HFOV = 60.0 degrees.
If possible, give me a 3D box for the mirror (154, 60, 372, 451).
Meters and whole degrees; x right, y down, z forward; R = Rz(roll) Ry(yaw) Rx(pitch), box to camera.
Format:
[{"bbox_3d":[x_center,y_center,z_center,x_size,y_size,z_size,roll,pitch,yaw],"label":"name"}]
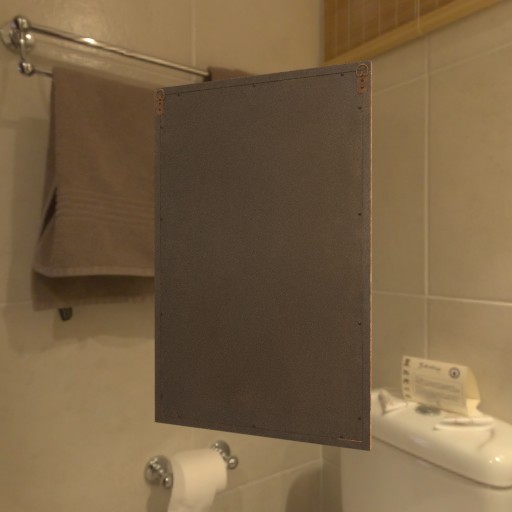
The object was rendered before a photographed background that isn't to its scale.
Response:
[{"bbox_3d":[0.000,0.000,0.980,0.495,0.787,0.058,0,0,18],"label":"mirror"}]
